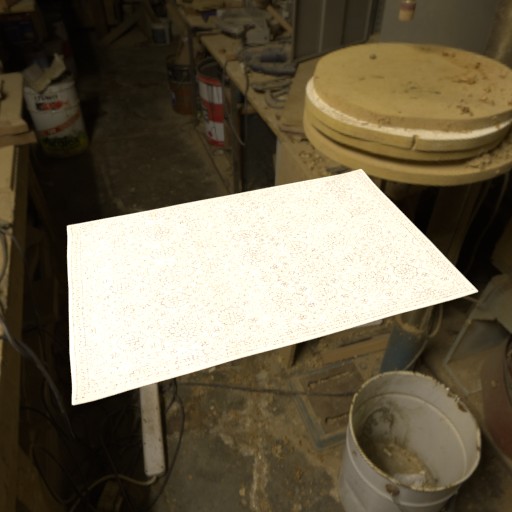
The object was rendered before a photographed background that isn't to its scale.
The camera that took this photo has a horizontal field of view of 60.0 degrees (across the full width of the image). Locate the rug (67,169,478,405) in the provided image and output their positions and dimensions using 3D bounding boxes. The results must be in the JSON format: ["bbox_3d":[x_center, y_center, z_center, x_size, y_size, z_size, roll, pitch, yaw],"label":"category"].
[{"bbox_3d":[0.000,0.000,3.008,2.434,0.023,1.518,-13,44,-14],"label":"rug"}]
